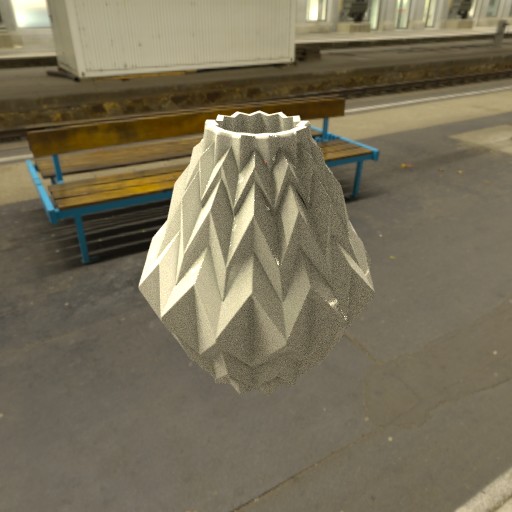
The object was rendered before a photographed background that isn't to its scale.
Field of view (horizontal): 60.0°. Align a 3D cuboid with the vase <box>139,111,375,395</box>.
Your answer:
[{"bbox_3d":[0.000,0.000,0.311,0.164,0.185,0.164,0,30,0],"label":"vase"}]
